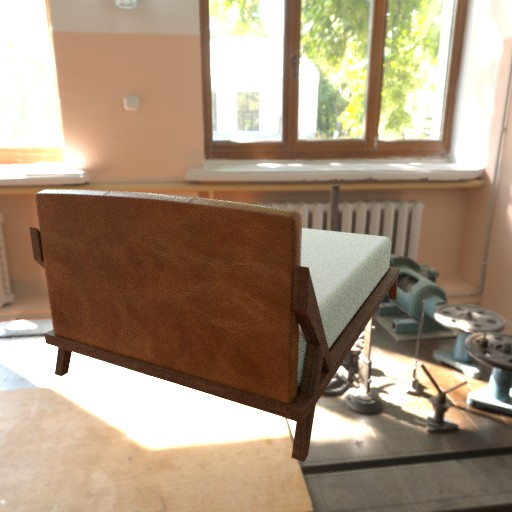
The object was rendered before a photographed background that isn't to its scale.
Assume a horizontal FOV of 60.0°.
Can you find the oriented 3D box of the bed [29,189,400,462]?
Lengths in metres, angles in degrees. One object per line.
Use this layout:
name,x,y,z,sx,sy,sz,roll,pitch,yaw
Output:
bed,0.000,0.000,3.188,1.651,1.168,2.311,8,18,26
